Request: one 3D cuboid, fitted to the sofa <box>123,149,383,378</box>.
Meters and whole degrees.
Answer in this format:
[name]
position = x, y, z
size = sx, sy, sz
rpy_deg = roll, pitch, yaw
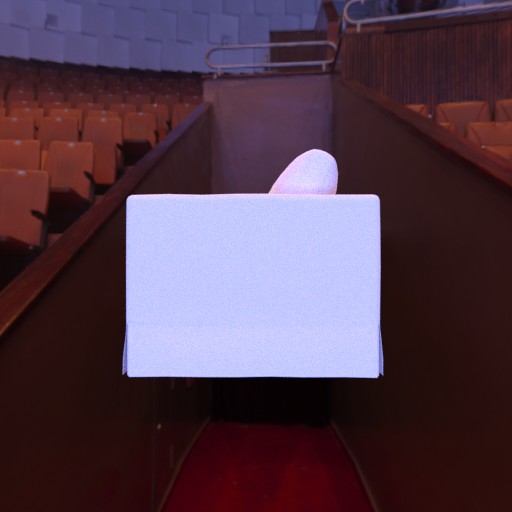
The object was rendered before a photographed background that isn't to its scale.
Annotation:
[sofa]
position = 0.000, 0.000, 2.675
size = 0.954, 0.881, 2.163
rpy_deg = 0, 0, 1
